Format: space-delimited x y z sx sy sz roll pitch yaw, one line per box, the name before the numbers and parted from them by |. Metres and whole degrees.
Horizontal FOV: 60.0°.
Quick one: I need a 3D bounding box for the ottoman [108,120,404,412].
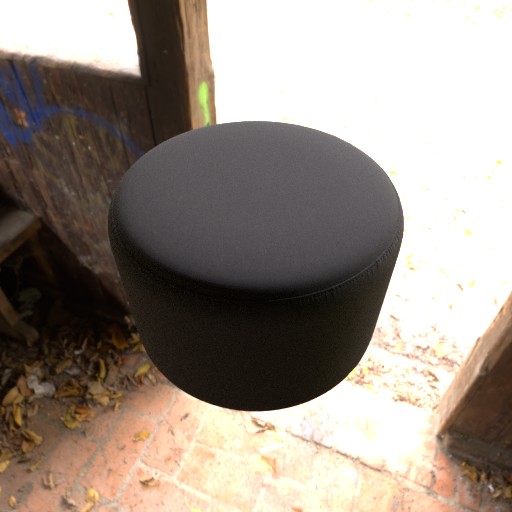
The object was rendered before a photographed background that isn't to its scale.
ottoman | 0.000 0.000 1.039 0.608 0.433 0.608 0 45 0
